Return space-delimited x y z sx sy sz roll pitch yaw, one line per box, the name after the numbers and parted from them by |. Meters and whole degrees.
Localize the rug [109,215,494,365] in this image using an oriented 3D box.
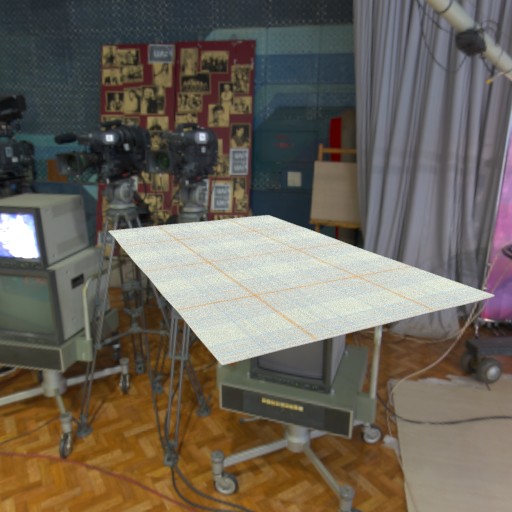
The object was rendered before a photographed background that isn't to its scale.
0.000 0.000 3.000 1.527 0.016 2.442 -8 18 -26 | rug
